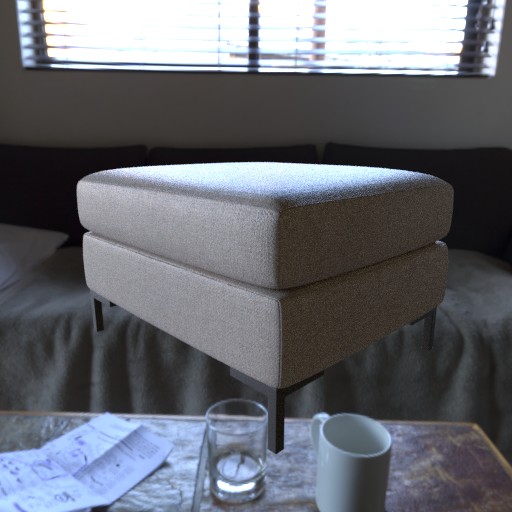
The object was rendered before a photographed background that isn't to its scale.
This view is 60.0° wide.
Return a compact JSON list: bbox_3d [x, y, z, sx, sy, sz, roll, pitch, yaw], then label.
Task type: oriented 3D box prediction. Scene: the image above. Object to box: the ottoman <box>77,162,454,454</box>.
[{"bbox_3d":[0.000,0.000,1.218,0.671,0.490,0.820,-13,19,-42],"label":"ottoman"}]
